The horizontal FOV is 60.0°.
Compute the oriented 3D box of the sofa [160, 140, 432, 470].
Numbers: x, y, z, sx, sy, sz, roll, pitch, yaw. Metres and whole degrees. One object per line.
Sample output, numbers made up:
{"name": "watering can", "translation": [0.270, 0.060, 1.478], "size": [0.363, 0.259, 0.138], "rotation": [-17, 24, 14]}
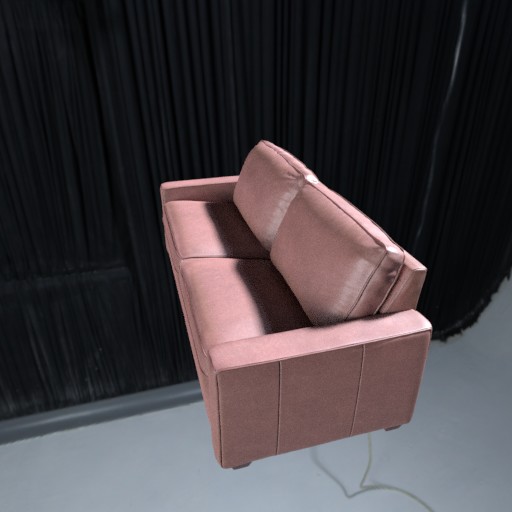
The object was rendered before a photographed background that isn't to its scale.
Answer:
{"name": "sofa", "translation": [0.000, 0.000, 2.581], "size": [0.940, 0.919, 2.080], "rotation": [-8, 30, -14]}
